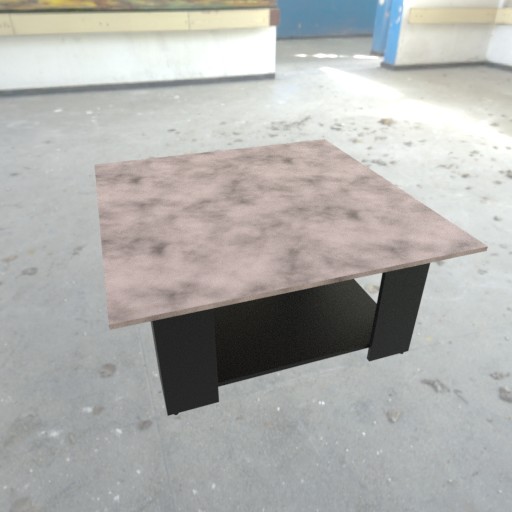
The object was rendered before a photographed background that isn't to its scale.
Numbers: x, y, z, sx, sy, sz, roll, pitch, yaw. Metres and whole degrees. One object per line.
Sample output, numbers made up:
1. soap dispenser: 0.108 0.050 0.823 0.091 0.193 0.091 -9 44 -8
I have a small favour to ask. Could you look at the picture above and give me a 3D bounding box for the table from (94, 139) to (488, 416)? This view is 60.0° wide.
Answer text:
1. table: 0.000 0.000 1.069 0.670 0.305 0.670 -10 34 -16
